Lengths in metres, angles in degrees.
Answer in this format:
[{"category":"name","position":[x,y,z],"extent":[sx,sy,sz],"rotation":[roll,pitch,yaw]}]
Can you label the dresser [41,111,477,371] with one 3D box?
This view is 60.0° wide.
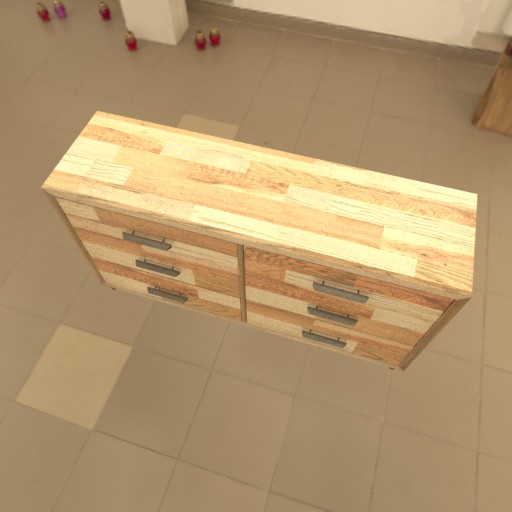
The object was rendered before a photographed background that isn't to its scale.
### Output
[{"category":"dresser","position":[0.000,0.000,1.973],"extent":[1.547,0.834,0.487],"rotation":[15,59,9]}]
